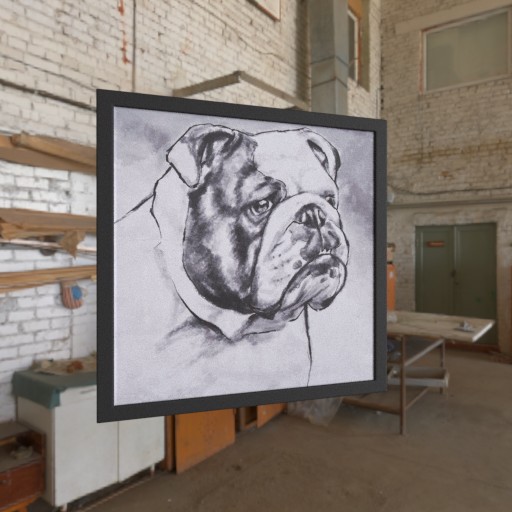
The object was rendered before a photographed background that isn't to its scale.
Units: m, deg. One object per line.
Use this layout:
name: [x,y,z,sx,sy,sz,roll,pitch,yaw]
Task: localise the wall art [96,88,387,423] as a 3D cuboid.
wall art: [0.000,0.000,0.830,0.562,0.558,0.012,0,0,-18]
